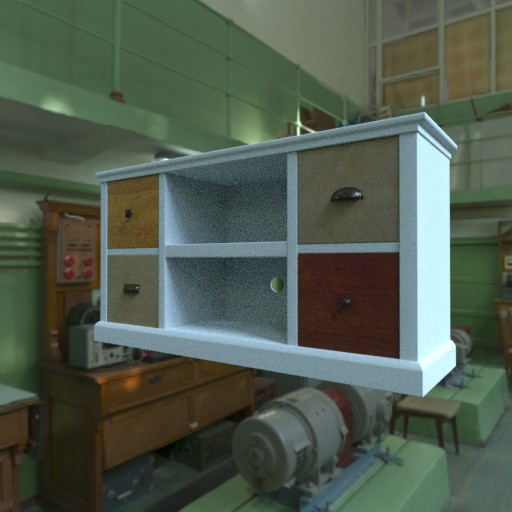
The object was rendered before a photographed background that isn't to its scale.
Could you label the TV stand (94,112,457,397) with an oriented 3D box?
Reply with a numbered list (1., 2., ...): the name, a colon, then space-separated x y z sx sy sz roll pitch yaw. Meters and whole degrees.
1. TV stand: 0.000 0.000 1.473 1.187 0.624 0.424 0 -1 35
